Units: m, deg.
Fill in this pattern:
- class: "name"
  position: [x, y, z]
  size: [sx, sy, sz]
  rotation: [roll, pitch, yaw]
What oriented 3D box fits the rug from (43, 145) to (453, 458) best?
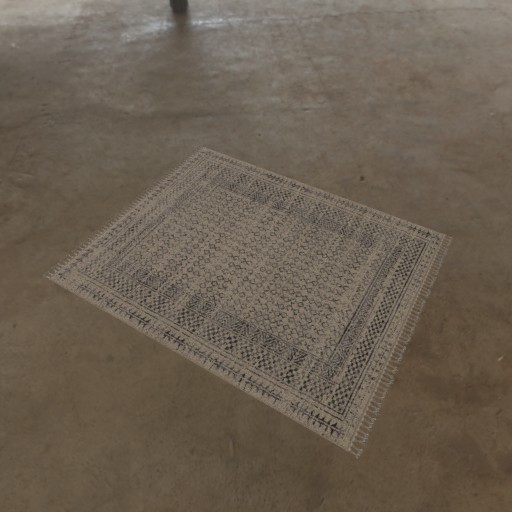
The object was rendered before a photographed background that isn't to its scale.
- class: "rug"
  position: [0.000, 0.000, 3.973]
  size: [2.940, 0.013, 2.312]
  rotation: [24, 52, 20]
